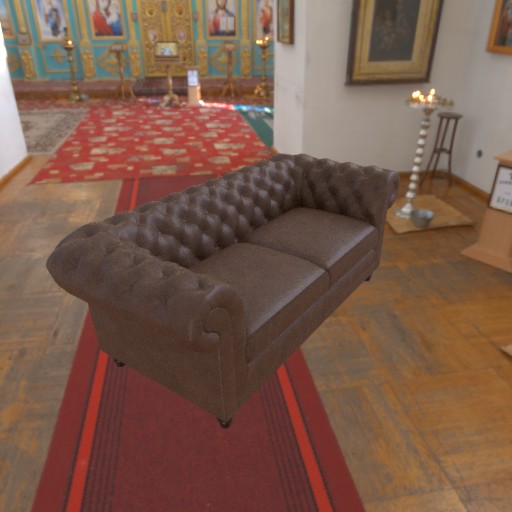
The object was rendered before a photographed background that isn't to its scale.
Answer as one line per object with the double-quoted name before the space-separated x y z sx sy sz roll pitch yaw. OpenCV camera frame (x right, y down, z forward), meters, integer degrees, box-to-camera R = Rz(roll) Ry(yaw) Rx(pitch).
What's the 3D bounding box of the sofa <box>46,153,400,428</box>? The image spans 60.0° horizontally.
"sofa" 0.000 0.000 2.553 0.955 0.784 2.048 17 31 31
